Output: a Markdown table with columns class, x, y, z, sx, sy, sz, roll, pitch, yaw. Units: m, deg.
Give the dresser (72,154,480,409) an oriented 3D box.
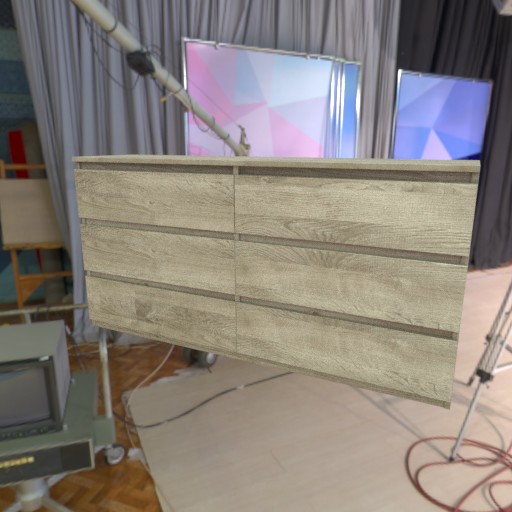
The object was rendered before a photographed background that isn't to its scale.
| class | x | y | z | sx | sy | sz | roll | pitch | yaw |
| --- | --- | --- | --- | --- | --- | --- | --- | --- | --- |
| dresser | 0.000 | 0.000 | 1.848 | 1.590 | 0.795 | 0.390 | 7 | 16 | 25 |
